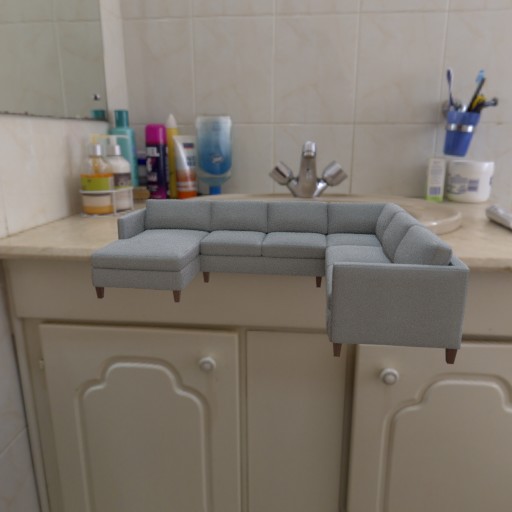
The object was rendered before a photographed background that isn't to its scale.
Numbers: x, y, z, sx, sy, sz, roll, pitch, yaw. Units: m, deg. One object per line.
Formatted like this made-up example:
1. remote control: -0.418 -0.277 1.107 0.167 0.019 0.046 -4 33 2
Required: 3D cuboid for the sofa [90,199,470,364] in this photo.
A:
1. sofa: 0.000 0.000 4.378 3.238 0.853 2.551 2 14 8
